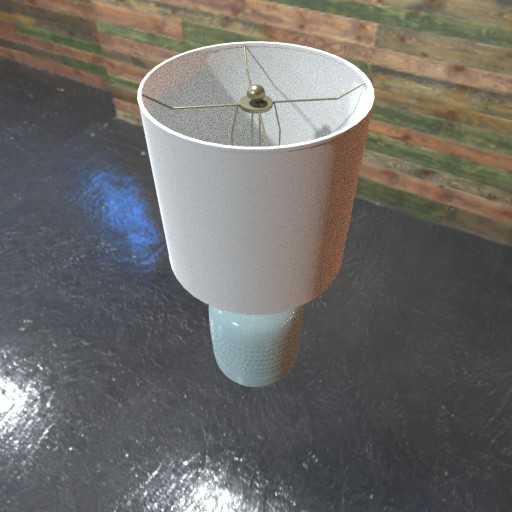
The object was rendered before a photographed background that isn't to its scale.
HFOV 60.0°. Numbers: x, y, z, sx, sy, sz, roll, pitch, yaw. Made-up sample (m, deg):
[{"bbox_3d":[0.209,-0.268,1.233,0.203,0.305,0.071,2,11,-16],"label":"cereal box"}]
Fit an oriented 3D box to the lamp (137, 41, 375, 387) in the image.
[{"bbox_3d":[0.000,0.000,1.103,0.418,0.871,0.418,24,50,21],"label":"lamp"}]
